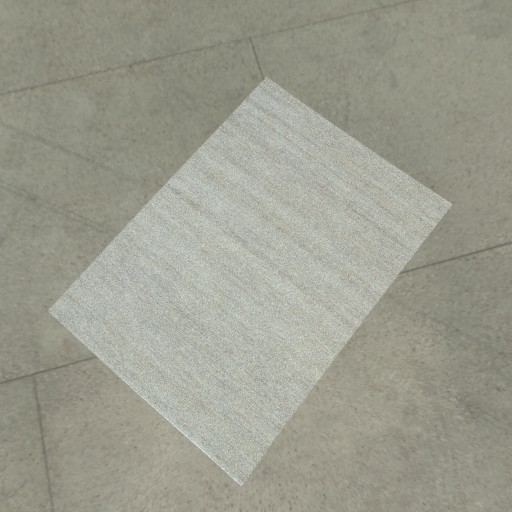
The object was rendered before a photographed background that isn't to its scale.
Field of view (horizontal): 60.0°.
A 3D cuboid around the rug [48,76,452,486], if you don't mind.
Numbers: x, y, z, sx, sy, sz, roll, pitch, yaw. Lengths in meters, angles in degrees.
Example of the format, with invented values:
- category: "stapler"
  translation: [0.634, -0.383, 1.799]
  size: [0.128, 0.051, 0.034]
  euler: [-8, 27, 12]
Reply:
- category: "rug"
  translation: [0.000, 0.000, 2.930]
  size: [1.624, 0.030, 2.264]
  euler: [38, 78, 9]
